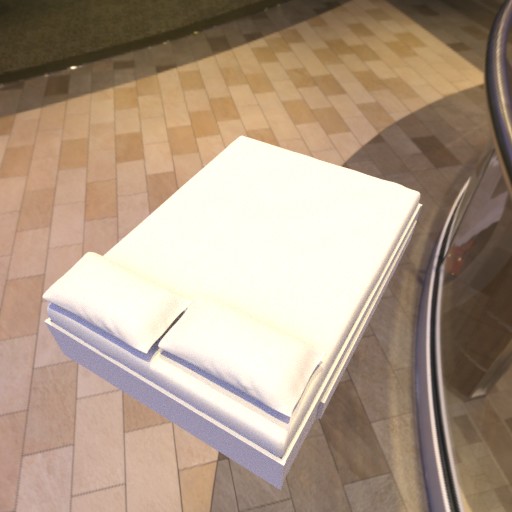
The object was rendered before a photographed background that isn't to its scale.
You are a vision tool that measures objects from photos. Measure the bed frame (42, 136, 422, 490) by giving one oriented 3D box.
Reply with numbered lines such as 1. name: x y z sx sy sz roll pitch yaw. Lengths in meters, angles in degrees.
1. bed frame: 0.000 0.000 2.653 1.450 0.629 1.950 23 50 21
